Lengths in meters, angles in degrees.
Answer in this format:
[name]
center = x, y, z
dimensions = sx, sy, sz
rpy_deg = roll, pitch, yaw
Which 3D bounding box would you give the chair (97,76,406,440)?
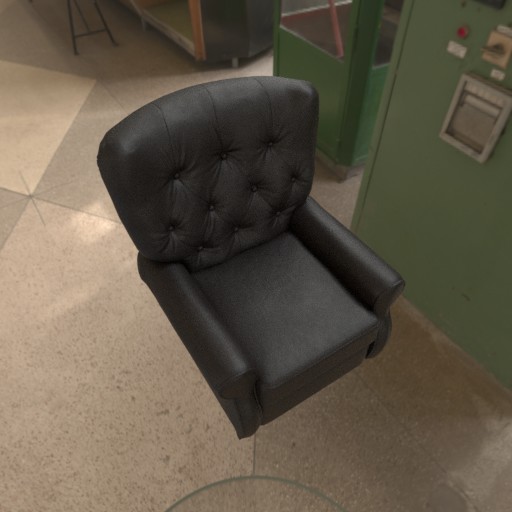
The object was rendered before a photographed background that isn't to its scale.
[chair]
center = 0.000, 0.000, 1.902
dimensions = 0.948, 1.158, 1.058
rpy_deg = -25, 53, -21
